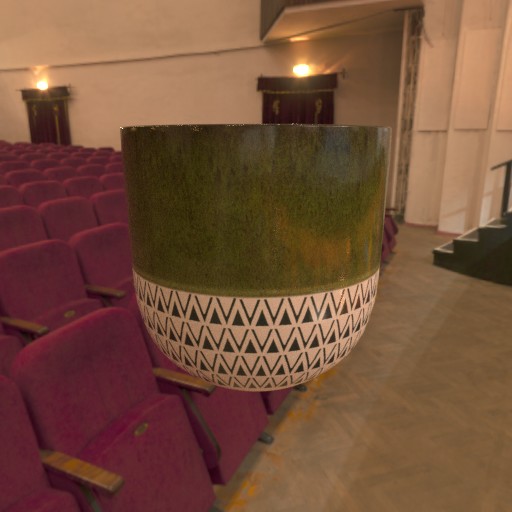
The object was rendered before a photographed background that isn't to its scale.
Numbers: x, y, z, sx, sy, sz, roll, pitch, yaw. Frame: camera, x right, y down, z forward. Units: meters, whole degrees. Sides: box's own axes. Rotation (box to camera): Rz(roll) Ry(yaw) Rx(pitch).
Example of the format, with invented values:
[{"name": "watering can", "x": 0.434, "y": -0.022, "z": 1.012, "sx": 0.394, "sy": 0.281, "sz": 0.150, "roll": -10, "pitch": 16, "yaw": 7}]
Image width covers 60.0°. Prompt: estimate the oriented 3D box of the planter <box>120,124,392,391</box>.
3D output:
[{"name": "planter", "x": 0.000, "y": 0.000, "z": 0.486, "sx": 0.266, "sy": 0.270, "sz": 0.266, "roll": 0, "pitch": 15, "yaw": 0}]
